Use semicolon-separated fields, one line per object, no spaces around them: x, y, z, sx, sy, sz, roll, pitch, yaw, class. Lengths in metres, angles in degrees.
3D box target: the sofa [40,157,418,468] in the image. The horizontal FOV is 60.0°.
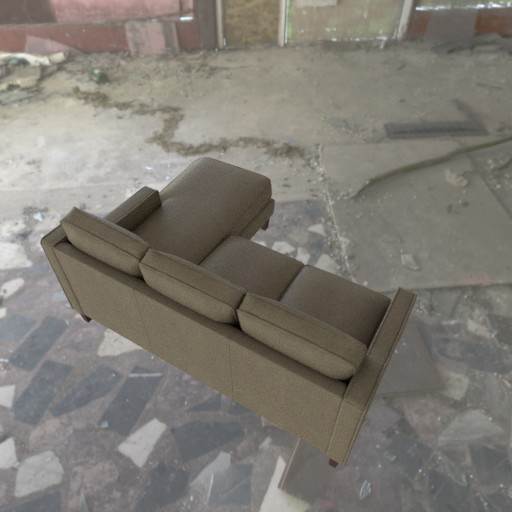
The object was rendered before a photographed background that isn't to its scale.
0.000;0.000;3.320;2.317;1.081;1.858;23;50;21;sofa
